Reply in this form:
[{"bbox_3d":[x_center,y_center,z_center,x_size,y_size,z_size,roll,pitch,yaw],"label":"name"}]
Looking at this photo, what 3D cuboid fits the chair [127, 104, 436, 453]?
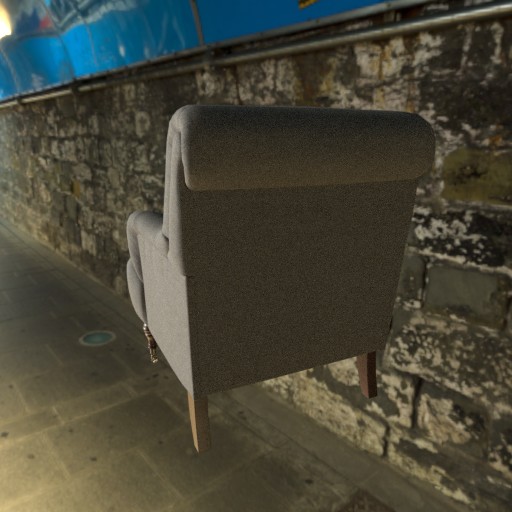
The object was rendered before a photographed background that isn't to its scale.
[{"bbox_3d":[0.000,0.000,1.528,0.766,0.942,0.843,-7,17,-25],"label":"chair"}]
